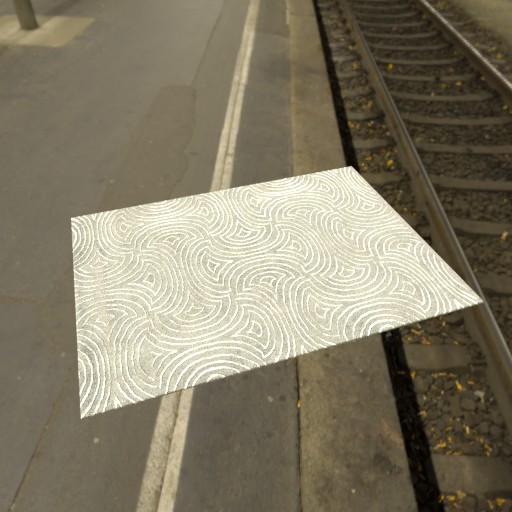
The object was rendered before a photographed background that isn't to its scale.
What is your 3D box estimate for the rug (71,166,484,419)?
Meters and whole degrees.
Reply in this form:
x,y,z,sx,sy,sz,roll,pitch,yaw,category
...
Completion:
x,y,z,sx,sy,sz,roll,pitch,yaw,category
0.000,0.000,2.745,2.144,0.015,1.543,-13,43,-14,rug
